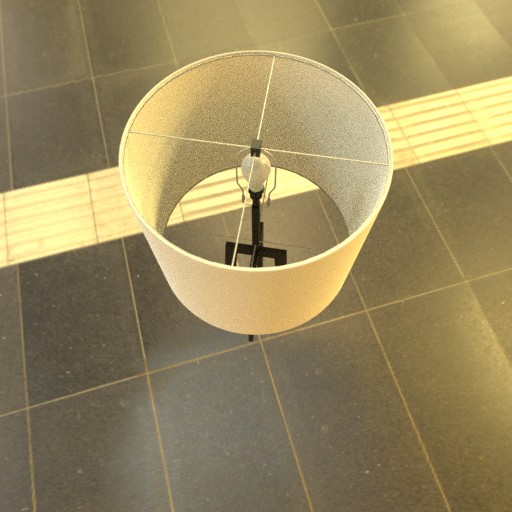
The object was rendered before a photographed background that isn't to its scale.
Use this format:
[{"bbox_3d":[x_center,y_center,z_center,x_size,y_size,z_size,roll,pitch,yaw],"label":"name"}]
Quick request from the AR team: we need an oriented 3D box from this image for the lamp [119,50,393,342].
[{"bbox_3d":[0.000,0.000,0.635,0.257,0.489,0.257,-33,69,-15],"label":"lamp"}]
